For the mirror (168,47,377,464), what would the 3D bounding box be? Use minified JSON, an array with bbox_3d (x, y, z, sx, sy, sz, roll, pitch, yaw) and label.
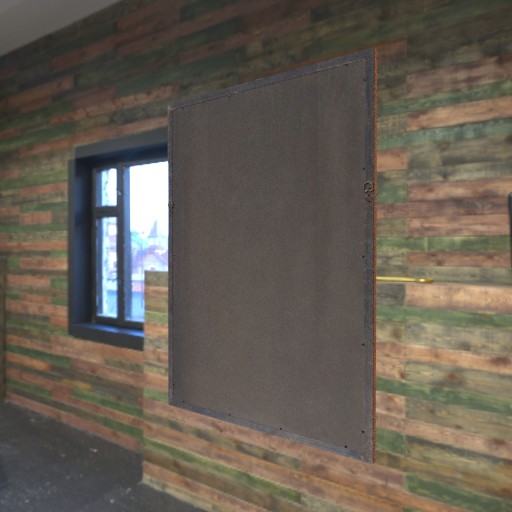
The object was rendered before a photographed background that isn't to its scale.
[{"bbox_3d":[0.000,0.000,1.270,0.705,0.996,0.025,1,1,36],"label":"mirror"}]
